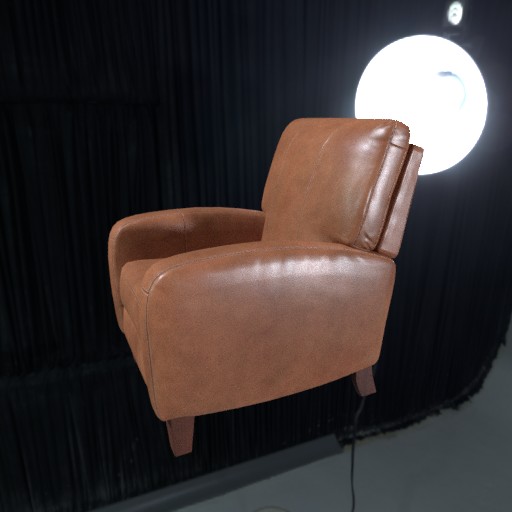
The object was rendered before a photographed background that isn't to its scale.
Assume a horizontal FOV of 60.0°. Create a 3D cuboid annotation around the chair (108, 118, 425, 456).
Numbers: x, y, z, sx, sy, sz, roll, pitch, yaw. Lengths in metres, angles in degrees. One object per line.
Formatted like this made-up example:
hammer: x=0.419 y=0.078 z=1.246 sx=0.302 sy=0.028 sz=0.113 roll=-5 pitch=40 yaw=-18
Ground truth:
chair: x=0.000 y=0.000 z=1.666 sx=0.990 sy=0.990 sz=0.762 roll=-8 pitch=19 yaw=-24
